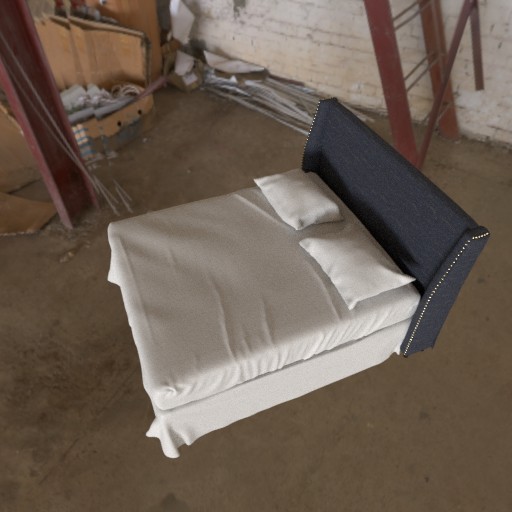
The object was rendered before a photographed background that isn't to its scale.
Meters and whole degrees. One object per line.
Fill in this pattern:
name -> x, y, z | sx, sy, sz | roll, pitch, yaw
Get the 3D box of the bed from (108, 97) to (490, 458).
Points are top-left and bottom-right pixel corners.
bed -> 0.000, 0.000, 3.403 | 2.276, 1.332, 1.925 | -17, 48, -16
